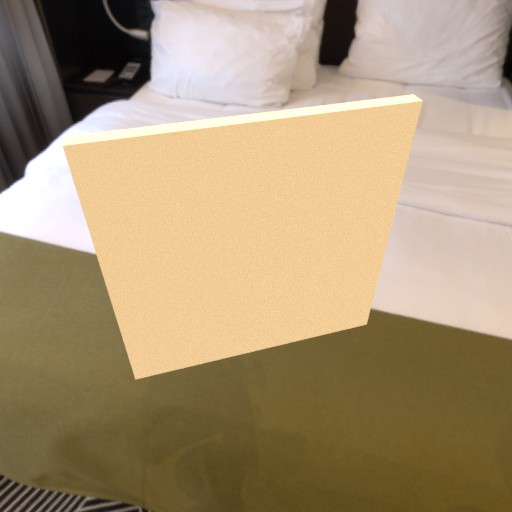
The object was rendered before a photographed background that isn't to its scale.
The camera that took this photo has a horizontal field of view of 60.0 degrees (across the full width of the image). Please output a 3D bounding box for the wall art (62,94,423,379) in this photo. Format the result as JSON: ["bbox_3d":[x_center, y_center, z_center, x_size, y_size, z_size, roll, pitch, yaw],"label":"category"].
[{"bbox_3d":[0.000,0.000,0.858,0.559,0.559,0.028,-11,42,-12],"label":"wall art"}]
